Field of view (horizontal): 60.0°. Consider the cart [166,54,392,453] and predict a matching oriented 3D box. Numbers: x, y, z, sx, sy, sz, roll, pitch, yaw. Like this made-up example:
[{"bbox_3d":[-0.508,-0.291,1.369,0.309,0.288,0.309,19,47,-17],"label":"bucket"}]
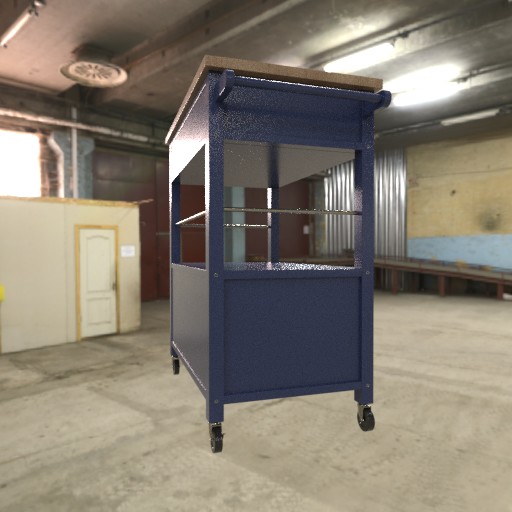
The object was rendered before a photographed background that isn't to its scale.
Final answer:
[{"bbox_3d":[0.000,0.000,1.383,0.459,0.901,0.840,0,1,-18],"label":"cart"}]
